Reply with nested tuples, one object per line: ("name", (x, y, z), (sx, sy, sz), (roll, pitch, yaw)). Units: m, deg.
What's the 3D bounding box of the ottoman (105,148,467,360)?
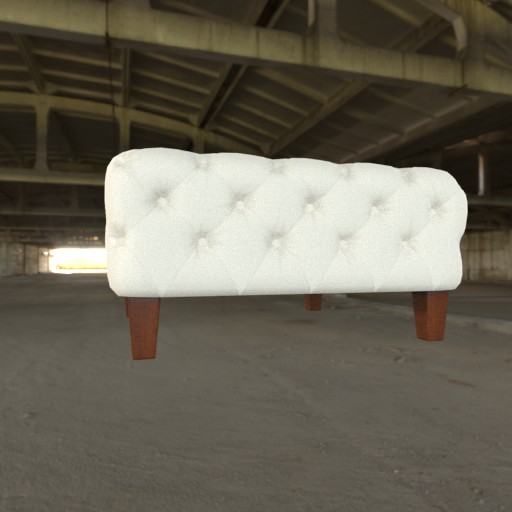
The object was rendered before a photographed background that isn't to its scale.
("ottoman", (0.000, 0.000, 1.186), (0.753, 0.376, 0.755), (0, -1, -17))
